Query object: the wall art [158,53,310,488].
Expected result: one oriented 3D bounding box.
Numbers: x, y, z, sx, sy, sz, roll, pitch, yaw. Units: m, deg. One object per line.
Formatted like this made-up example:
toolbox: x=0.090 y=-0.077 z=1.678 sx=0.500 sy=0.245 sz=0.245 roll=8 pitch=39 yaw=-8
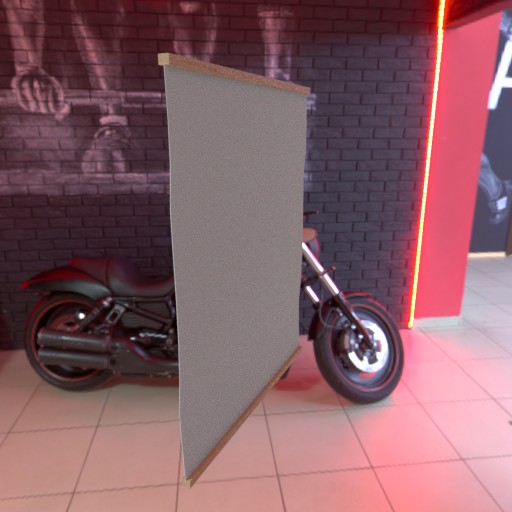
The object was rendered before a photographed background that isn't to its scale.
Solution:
wall art: x=0.000 y=0.000 z=0.670 sx=0.013 sy=0.508 sz=0.406 roll=8 pitch=18 yaw=25
